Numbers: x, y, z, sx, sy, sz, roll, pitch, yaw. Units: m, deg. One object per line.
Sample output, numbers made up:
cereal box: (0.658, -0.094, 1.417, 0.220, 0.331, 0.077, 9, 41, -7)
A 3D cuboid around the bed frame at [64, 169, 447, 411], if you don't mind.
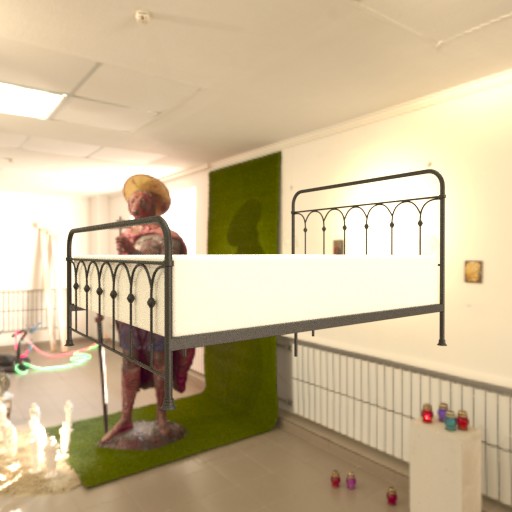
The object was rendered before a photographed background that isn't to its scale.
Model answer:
bed frame: (0.000, 0.000, 3.165, 2.203, 1.276, 1.664, 0, 1, -37)
